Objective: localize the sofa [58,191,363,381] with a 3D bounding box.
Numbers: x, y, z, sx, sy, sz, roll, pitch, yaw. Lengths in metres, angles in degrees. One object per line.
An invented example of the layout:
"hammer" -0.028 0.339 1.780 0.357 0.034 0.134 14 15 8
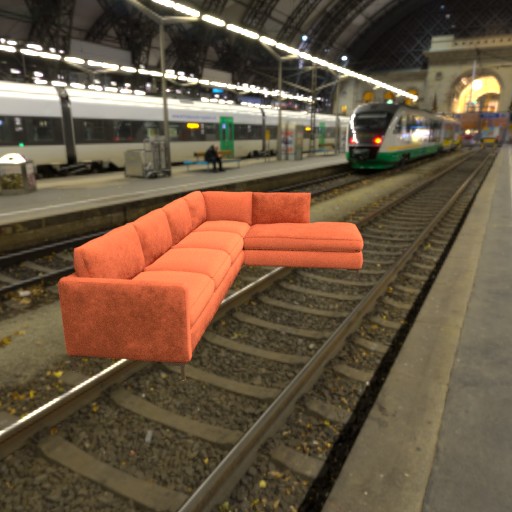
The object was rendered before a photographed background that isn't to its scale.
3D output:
"sofa" 0.000 0.000 3.662 1.879 0.757 2.736 2 15 7
